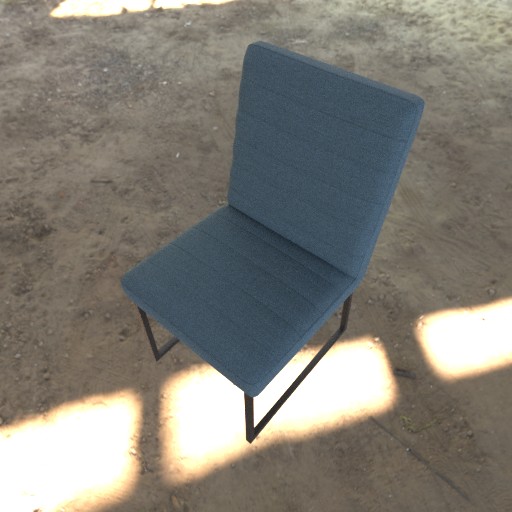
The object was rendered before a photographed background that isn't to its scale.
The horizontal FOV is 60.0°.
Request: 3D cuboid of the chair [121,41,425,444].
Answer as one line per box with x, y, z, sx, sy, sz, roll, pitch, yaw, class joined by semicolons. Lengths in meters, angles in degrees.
0.000;0.000;1.298;0.520;0.930;0.634;32;56;26;chair
